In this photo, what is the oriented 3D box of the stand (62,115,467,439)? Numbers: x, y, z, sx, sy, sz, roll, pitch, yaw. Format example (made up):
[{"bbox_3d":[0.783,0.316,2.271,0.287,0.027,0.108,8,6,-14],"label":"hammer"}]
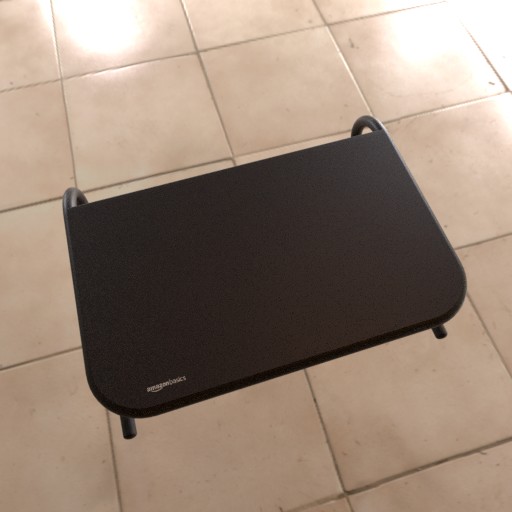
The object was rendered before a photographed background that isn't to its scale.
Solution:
[{"bbox_3d":[0.000,0.000,0.493,0.370,0.108,0.280,-16,66,-7],"label":"stand"}]
